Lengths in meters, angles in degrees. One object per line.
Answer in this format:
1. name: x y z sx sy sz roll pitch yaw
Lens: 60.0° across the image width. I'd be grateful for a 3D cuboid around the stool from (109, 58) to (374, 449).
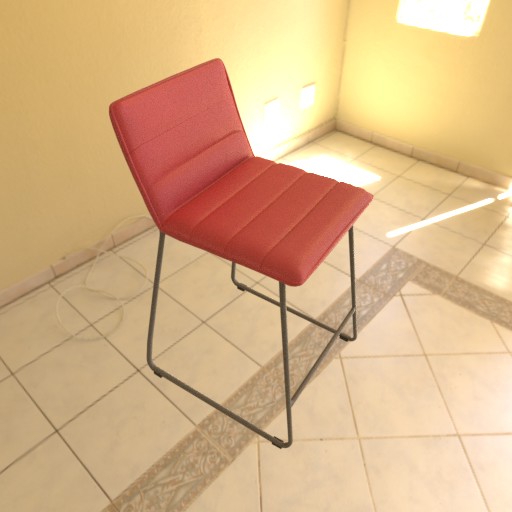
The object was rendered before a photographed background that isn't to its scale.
1. stool: 0.000 0.000 1.201 0.524 0.866 0.489 23 46 25
